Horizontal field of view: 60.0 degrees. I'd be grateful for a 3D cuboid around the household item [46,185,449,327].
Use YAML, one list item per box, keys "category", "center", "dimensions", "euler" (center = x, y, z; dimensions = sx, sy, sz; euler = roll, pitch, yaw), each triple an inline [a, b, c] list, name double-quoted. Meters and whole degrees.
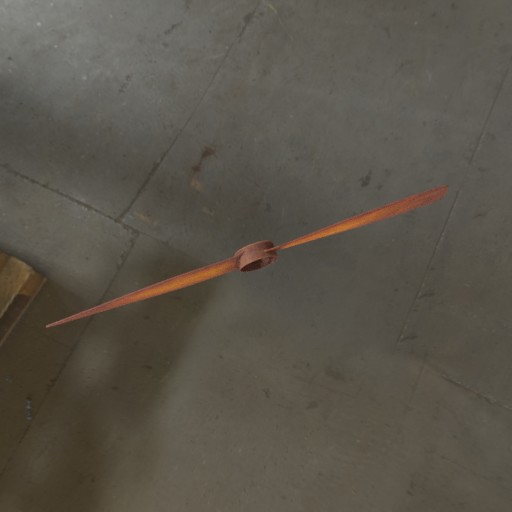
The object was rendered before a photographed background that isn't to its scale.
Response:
- category: "household item"
  center: [0.000, 0.000, 1.245]
  dimensions: [1.181, 0.121, 0.051]
  euler: [-19, 76, -5]
